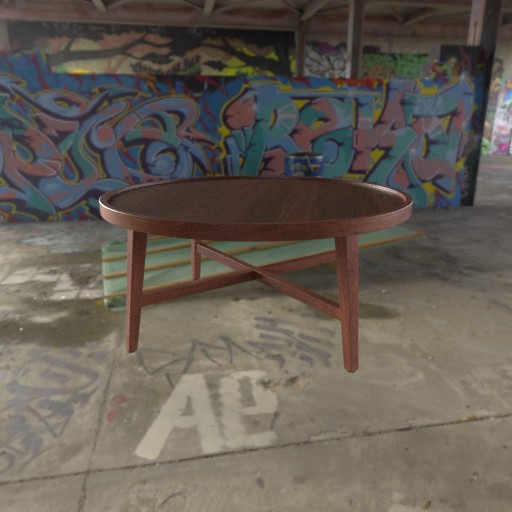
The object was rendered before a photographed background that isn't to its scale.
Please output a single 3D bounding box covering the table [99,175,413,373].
[{"bbox_3d":[0.000,0.000,1.246,0.800,0.360,0.800,0,17,0],"label":"table"}]
